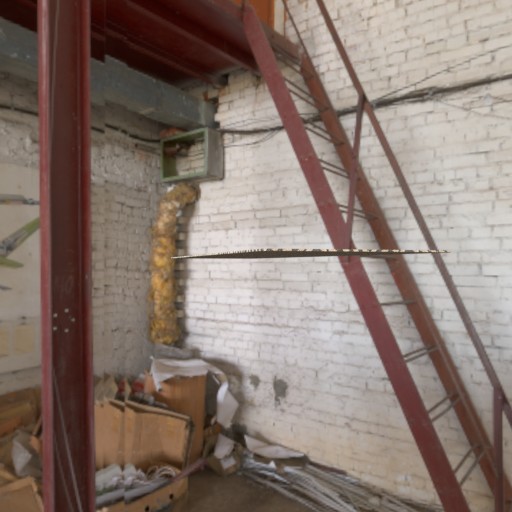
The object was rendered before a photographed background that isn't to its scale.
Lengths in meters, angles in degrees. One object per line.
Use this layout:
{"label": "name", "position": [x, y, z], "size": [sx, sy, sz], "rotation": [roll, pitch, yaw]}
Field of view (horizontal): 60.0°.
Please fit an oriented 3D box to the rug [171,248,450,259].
{"label": "rug", "position": [0.000, 0.000, 2.491], "size": [0.676, 0.008, 2.277], "rotation": [0, -1, -18]}
